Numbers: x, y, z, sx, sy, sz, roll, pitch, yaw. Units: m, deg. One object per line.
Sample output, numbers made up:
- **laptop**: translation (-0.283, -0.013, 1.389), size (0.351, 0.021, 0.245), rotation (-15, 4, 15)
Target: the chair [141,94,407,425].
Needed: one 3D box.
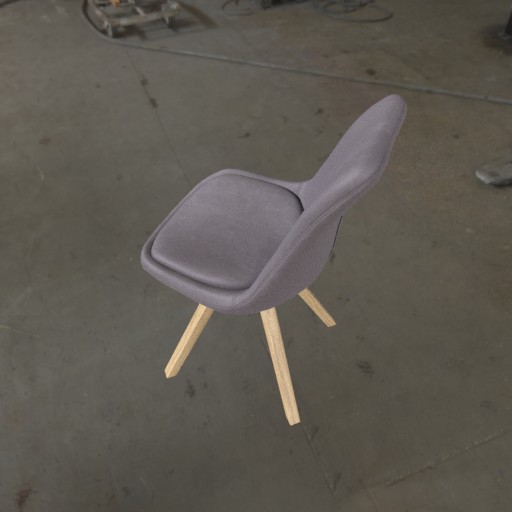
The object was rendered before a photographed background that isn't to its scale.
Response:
- **chair**: translation (0.000, 0.000, 1.165), size (0.547, 0.865, 0.483), rotation (17, 48, 16)
